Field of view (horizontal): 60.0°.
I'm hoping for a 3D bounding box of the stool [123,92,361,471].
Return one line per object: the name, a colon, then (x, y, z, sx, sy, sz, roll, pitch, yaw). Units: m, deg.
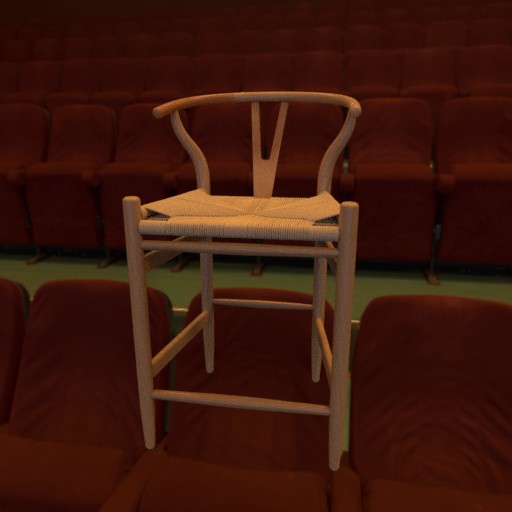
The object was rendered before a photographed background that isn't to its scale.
stool: (0.000, 0.000, 1.267, 0.536, 0.923, 0.575, 3, 16, 9)
